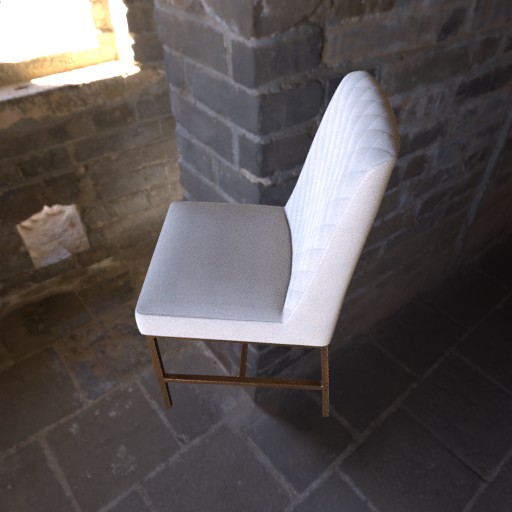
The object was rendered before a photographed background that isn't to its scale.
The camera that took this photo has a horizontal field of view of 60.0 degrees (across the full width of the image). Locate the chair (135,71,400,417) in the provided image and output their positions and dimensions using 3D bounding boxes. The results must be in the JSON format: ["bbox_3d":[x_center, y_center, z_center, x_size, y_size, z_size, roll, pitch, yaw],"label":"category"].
[{"bbox_3d":[0.000,0.000,1.284,0.597,0.933,0.503,2,43,2],"label":"chair"}]
